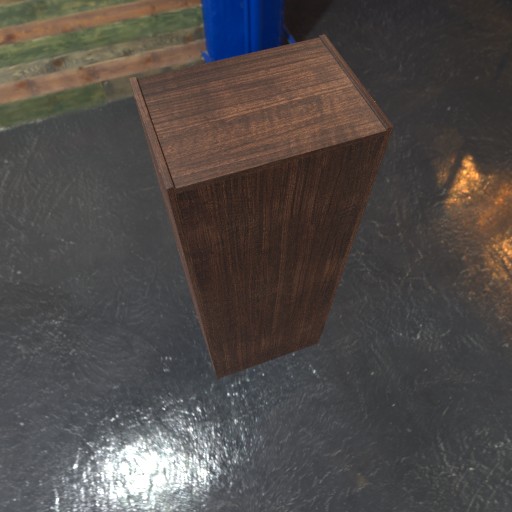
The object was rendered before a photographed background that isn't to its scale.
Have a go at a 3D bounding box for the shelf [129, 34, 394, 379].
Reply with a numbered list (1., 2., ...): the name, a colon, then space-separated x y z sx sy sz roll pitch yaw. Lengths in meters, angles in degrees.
1. shelf: 0.000 0.000 1.284 0.415 1.099 0.290 -17 61 -10
